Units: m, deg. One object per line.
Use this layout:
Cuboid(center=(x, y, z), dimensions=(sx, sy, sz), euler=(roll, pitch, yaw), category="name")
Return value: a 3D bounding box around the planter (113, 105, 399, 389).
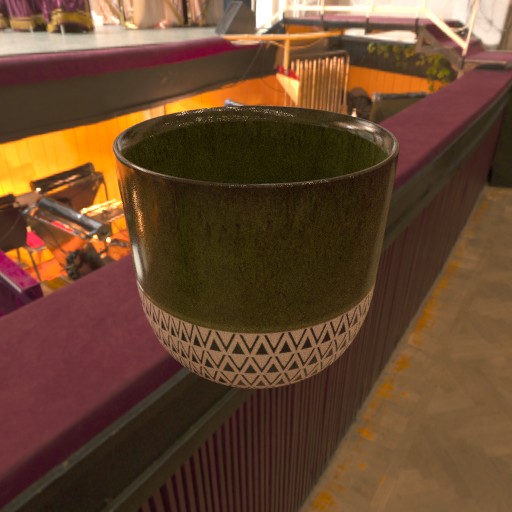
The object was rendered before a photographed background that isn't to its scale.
Cuboid(center=(0.000, 0.000, 0.493), dimensions=(0.266, 0.270, 0.266), euler=(0, 30, 0), category="planter")
